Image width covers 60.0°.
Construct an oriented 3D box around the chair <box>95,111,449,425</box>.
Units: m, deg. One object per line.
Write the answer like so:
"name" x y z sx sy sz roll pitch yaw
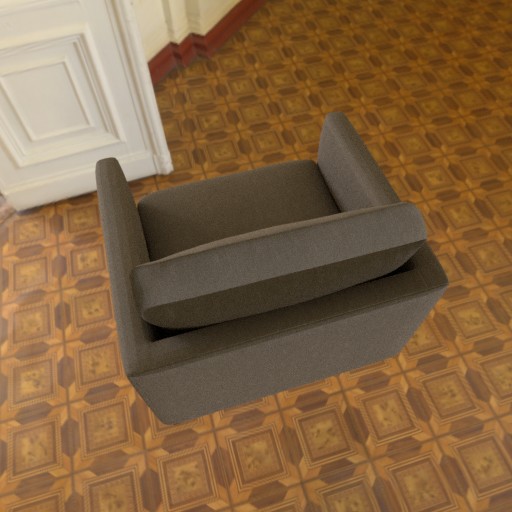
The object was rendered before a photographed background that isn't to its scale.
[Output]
"chair" 0.000 0.000 1.840 1.107 0.963 0.959 -14 58 -9
